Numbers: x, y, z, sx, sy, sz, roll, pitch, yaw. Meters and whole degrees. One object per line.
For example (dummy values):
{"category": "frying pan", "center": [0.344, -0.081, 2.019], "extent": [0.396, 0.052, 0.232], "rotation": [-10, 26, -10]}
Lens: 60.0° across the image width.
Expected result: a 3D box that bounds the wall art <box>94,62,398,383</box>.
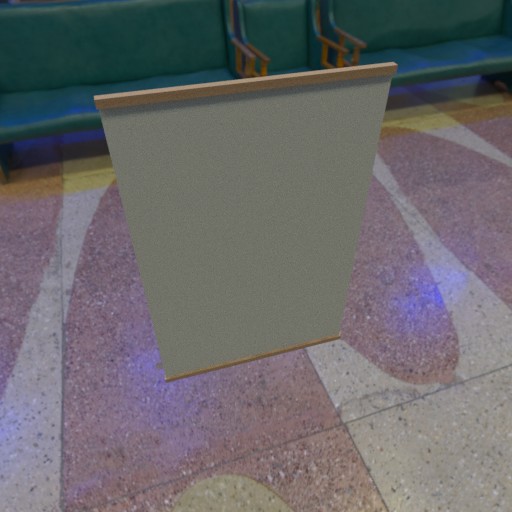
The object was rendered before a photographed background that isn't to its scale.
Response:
{"category": "wall art", "center": [0.000, 0.000, 1.918], "extent": [0.990, 1.519, 0.030], "rotation": [-11, 44, -12]}
